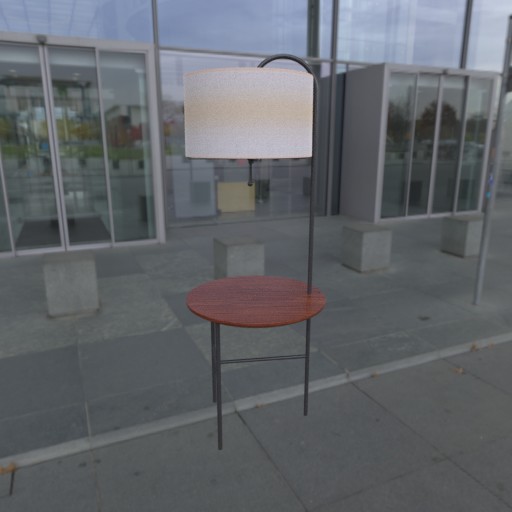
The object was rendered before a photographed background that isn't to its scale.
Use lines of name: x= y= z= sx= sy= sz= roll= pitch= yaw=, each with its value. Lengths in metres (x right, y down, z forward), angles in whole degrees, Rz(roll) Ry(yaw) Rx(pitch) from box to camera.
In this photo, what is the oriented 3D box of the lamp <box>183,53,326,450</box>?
lamp: x=0.000 y=0.000 z=1.794 sx=0.573 sy=1.517 sz=0.573 roll=0 pitch=15 yaw=0
